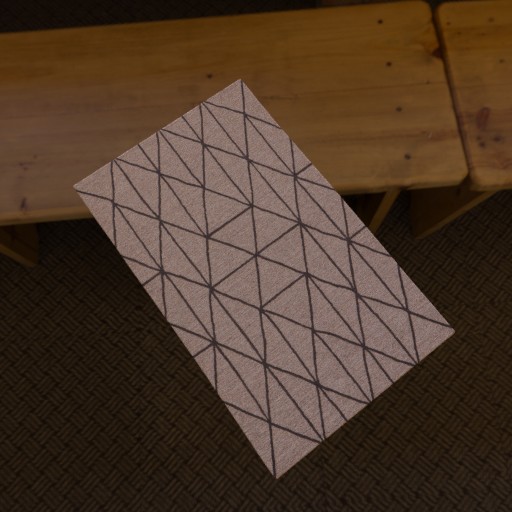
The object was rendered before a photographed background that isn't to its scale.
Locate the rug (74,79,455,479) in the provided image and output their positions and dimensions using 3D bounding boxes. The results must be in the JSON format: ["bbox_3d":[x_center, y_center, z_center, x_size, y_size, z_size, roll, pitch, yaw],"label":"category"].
[{"bbox_3d":[0.000,0.000,3.133,1.526,0.008,2.465,-36,78,-9],"label":"rug"}]
